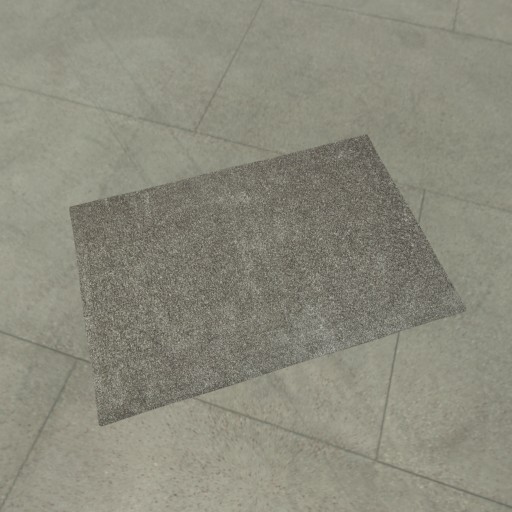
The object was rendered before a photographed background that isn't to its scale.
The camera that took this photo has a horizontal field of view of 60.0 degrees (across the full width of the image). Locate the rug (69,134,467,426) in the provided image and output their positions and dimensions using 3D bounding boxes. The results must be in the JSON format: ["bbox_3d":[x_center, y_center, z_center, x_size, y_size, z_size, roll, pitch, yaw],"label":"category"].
[{"bbox_3d":[0.000,0.000,3.481,2.699,0.026,1.802,-15,63,-8],"label":"rug"}]
